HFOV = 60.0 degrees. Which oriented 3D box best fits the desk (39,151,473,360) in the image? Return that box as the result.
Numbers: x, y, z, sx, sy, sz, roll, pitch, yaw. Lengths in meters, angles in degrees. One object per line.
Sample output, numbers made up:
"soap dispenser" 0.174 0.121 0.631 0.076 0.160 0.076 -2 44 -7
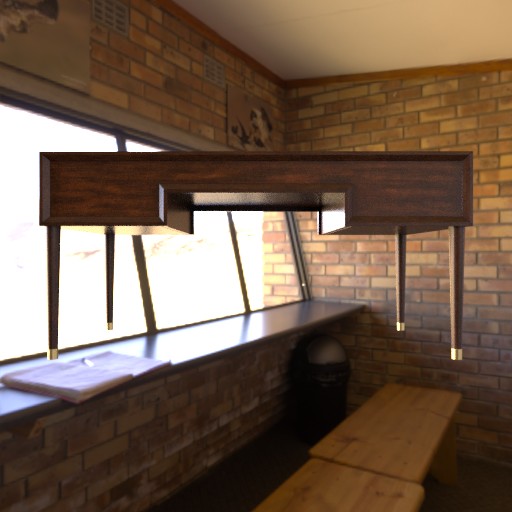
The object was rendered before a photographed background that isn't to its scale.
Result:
"desk" 0.000 0.000 1.969 1.575 0.762 0.724 0 0 0
